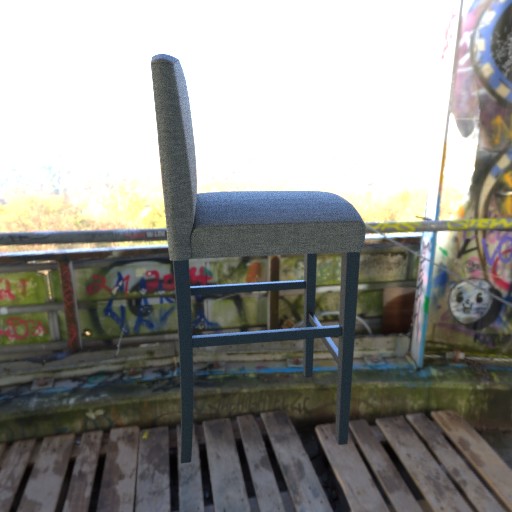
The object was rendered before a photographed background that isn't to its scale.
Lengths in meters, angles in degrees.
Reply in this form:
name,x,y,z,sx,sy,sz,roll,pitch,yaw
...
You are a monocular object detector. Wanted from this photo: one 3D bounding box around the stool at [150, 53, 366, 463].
name,x,y,z,sx,sy,sz,roll,pitch,yaw
stool,0.000,0.000,1.383,0.552,1.138,0.451,-3,17,-9
